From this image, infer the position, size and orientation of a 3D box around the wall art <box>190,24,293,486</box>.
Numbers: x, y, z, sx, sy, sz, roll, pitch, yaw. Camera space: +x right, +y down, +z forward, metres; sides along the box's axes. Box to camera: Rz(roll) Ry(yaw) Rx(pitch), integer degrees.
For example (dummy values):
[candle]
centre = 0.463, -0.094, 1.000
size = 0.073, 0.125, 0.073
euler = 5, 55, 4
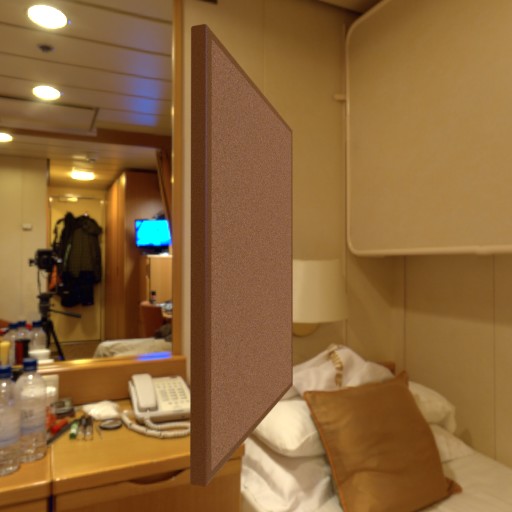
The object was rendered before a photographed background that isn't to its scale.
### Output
[wall art]
centre = 0.000, 0.000, 0.511
size = 0.015, 0.379, 0.310
euler = 0, -1, 18
